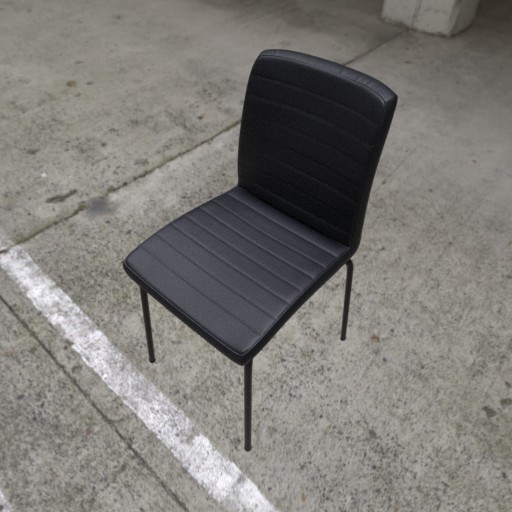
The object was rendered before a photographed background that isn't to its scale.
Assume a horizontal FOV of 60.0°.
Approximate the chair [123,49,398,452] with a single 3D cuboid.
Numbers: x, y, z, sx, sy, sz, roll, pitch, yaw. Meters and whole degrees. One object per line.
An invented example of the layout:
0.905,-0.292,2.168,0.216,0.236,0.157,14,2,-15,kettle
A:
0.000,0.000,1.199,0.450,0.872,0.572,33,54,27,chair
